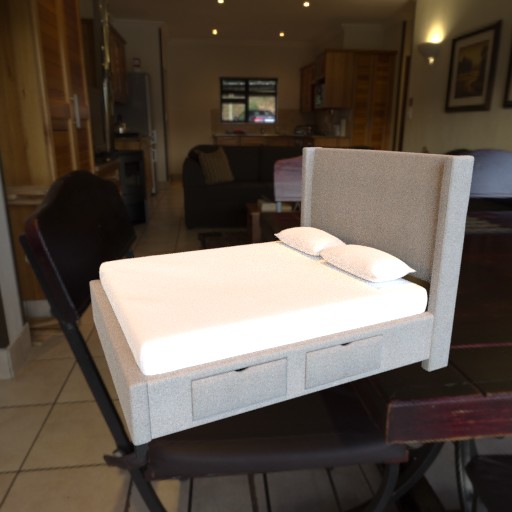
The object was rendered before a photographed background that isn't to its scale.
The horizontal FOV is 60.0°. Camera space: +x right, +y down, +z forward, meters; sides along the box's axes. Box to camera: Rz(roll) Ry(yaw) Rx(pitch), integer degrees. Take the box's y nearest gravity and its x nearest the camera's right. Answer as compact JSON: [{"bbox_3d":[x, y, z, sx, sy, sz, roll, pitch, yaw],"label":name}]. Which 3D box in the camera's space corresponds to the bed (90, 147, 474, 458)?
[{"bbox_3d":[0.000,0.000,3.295,2.222,1.491,1.774,-7,17,-25],"label":"bed"}]
